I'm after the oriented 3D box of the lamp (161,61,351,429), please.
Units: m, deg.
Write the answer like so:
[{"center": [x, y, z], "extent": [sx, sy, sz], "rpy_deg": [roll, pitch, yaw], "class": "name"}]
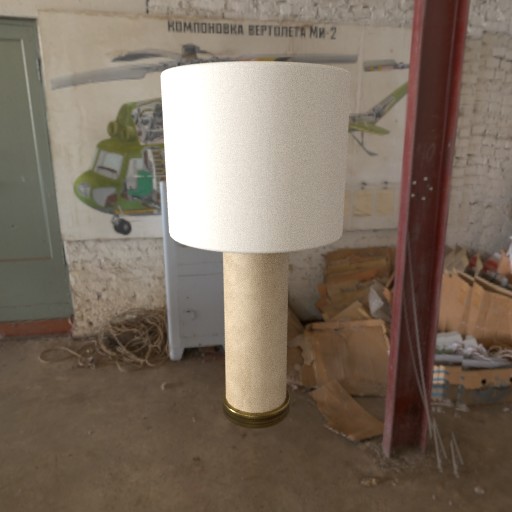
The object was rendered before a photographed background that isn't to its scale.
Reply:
[{"center": [0.000, 0.000, 0.807], "extent": [0.305, 0.634, 0.305], "rpy_deg": [8, 18, 25], "class": "lamp"}]
